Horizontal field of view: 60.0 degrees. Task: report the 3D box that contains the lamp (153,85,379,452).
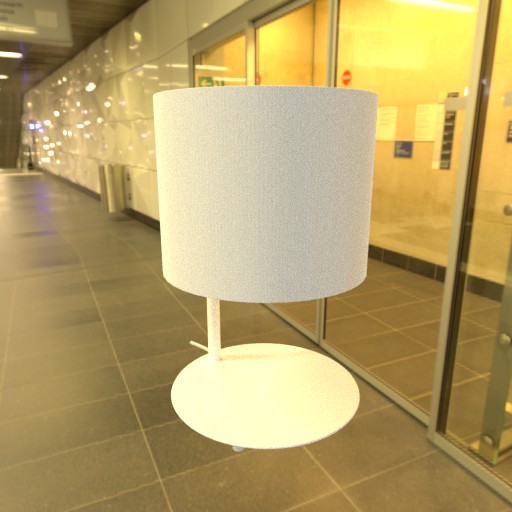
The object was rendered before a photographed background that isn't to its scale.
[{"bbox_3d":[0.000,0.000,0.675,0.341,0.454,0.299,15,21,43],"label":"lamp"}]
